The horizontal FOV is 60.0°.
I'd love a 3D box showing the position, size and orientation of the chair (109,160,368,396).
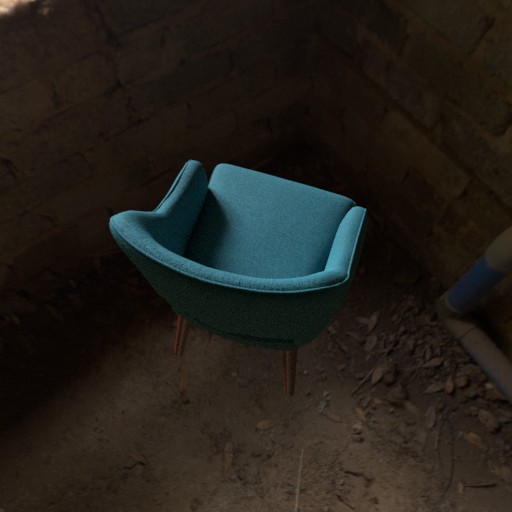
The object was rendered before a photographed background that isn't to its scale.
[{"bbox_3d":[0.000,0.000,1.255,0.548,0.849,0.605,17,63,9],"label":"chair"}]
